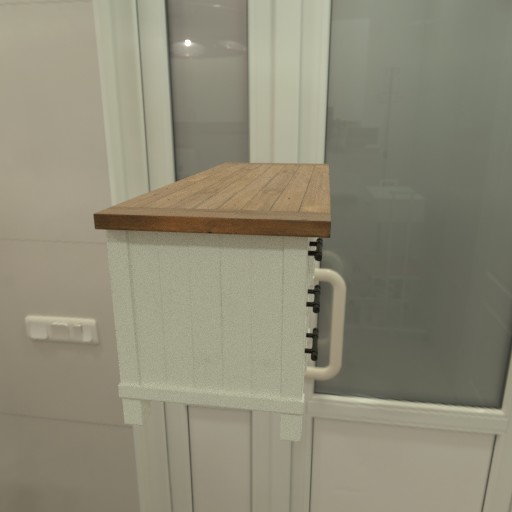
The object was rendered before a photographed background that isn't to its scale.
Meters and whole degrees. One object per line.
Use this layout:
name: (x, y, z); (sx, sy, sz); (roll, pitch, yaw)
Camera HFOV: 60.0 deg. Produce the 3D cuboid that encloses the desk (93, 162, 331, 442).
desk: (0.000, 0.000, 2.213); (0.688, 0.760, 1.803); (3, 17, 8)
